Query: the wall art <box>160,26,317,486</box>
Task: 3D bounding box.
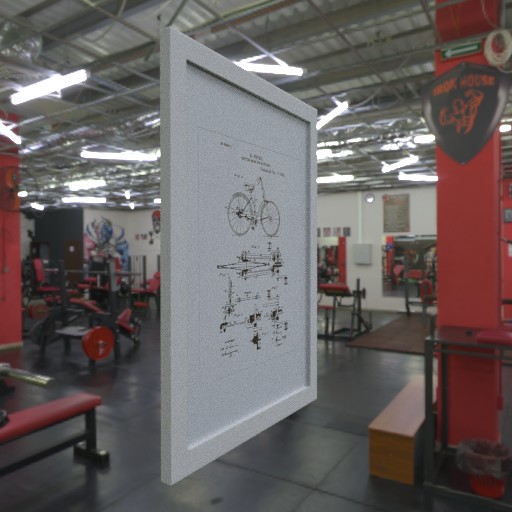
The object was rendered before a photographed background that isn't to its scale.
[{"bbox_3d":[0.000,0.000,0.599,0.015,0.477,0.332,0,1,35],"label":"wall art"}]
